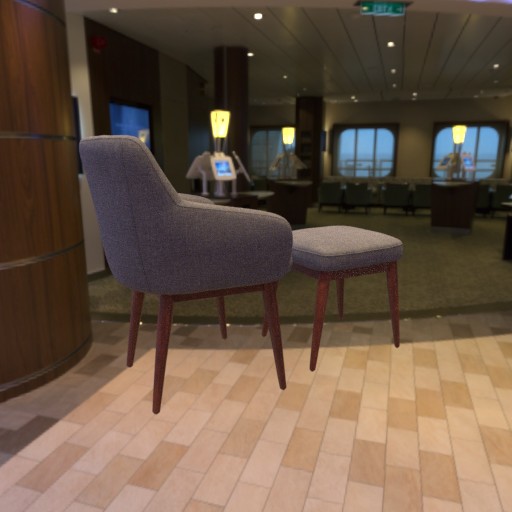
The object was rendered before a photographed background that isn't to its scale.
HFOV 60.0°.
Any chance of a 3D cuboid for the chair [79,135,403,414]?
[{"bbox_3d":[0.000,0.000,1.569,1.107,0.799,0.584,-7,15,-28],"label":"chair"}]
